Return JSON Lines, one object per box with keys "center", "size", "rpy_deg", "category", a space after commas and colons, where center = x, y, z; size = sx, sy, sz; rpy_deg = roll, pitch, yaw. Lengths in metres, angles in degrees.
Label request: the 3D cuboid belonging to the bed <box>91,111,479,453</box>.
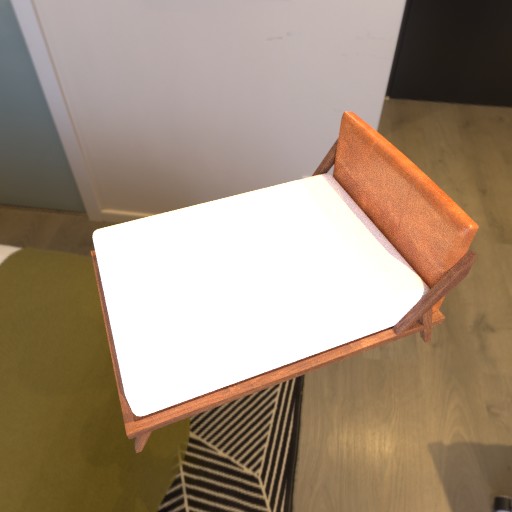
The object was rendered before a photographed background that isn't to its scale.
{"center": [0.000, 0.000, 3.250], "size": [2.311, 1.168, 1.651], "rpy_deg": [-16, 48, -15], "category": "bed"}
